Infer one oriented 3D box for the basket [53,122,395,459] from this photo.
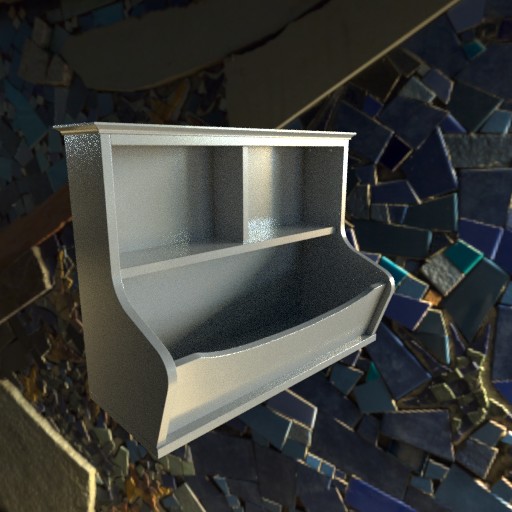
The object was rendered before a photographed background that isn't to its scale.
[{"bbox_3d":[0.000,0.000,1.088,0.780,0.600,0.350,-13,19,-43],"label":"basket"}]
